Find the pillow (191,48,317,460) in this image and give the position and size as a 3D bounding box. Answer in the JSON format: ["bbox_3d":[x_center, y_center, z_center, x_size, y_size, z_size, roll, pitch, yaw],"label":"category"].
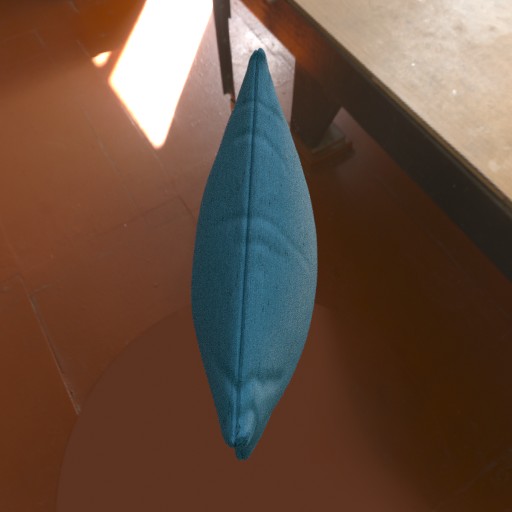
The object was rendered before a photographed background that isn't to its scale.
[{"bbox_3d":[0.000,0.000,0.764,0.210,0.338,0.633,2,64,1],"label":"pillow"}]
